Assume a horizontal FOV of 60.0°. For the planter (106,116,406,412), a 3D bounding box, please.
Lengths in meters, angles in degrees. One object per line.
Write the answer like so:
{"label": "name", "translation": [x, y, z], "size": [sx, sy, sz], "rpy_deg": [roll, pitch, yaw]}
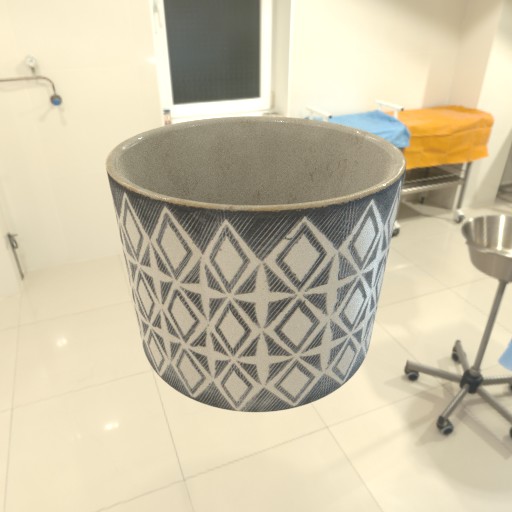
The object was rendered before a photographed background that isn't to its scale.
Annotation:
{"label": "planter", "translation": [0.000, 0.000, 0.336], "size": [0.192, 0.165, 0.192], "rpy_deg": [0, 30, 0]}
